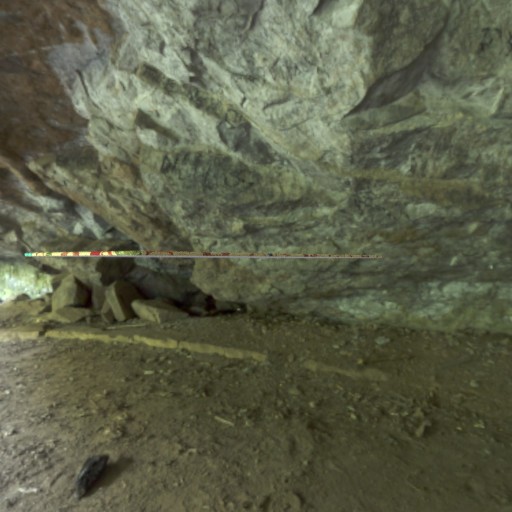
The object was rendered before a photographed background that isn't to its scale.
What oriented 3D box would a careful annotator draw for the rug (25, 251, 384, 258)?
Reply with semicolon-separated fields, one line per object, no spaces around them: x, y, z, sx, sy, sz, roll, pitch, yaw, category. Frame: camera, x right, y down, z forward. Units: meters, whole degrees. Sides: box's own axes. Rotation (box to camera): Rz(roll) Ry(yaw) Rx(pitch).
0.000;0.000;2.501;0.693;0.016;2.273;0;-1;35;rug
